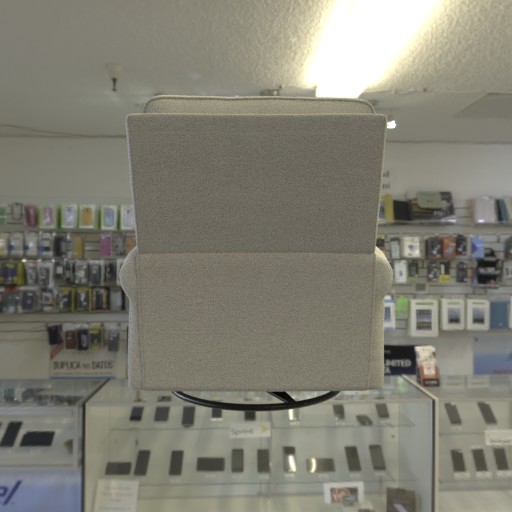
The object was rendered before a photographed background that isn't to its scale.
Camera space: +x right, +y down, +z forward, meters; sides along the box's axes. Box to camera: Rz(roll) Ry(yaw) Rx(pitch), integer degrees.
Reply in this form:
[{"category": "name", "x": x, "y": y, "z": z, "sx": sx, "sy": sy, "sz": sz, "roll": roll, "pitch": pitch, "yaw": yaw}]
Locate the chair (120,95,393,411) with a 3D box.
[{"category": "chair", "x": 0.000, "y": 0.000, "z": 1.632, "sx": 0.890, "sy": 0.960, "sz": 0.878, "roll": 0, "pitch": -1, "yaw": 0}]
